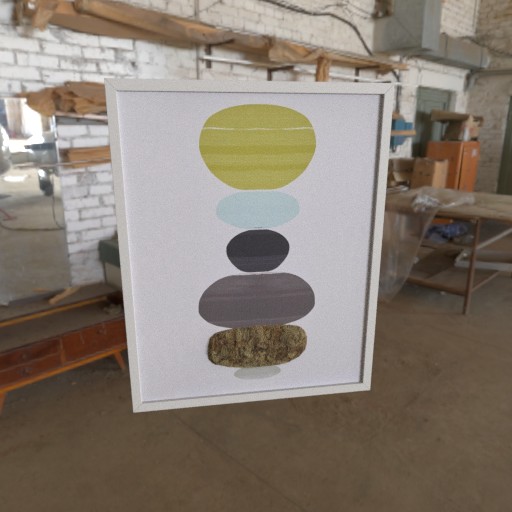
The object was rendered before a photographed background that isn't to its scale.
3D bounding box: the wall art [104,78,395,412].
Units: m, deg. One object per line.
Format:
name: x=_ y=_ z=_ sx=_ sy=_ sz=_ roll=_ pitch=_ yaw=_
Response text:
wall art: x=0.000 y=0.000 z=1.035 sx=0.611 sy=0.763 sz=0.055 roll=-3 pitch=16 yaw=-9
